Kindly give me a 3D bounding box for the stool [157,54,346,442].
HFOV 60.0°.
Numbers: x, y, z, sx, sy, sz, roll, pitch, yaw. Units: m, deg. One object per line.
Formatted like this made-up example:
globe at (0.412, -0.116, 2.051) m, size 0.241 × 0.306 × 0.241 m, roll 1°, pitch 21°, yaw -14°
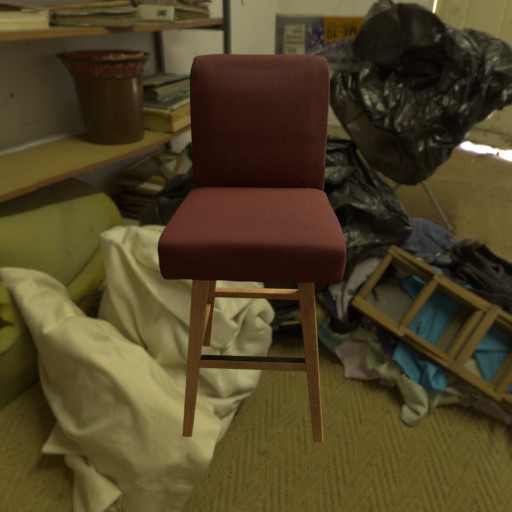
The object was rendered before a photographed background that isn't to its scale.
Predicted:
stool at (0.000, 0.000, 1.373) m, size 0.468 × 1.093 × 0.562 m, roll 1°, pitch 30°, yaw 2°
